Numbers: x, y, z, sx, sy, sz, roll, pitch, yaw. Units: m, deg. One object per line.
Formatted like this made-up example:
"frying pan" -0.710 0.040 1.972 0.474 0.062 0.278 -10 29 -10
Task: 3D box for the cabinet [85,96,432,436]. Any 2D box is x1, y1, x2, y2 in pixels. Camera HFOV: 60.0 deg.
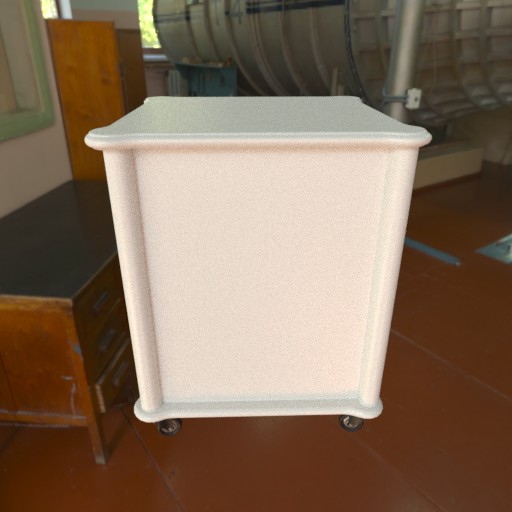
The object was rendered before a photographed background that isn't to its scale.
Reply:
"cabinet" 0.000 0.000 1.205 0.627 0.761 0.628 -1 26 -1
